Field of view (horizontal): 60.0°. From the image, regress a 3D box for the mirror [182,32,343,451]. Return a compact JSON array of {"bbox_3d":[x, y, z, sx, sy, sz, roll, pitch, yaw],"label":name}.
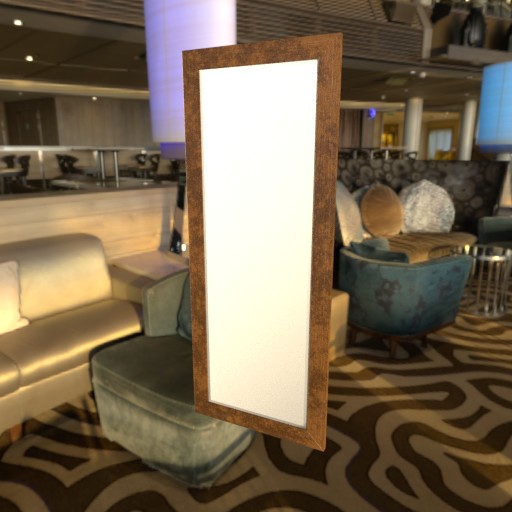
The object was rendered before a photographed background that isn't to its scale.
[{"bbox_3d":[0.000,0.000,2.293,0.812,2.031,0.032,7,15,26],"label":"mirror"}]
